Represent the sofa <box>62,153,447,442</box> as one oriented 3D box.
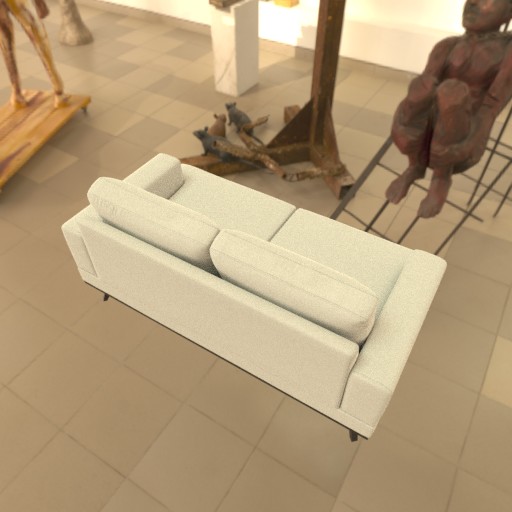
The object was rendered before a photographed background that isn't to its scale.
[{"bbox_3d":[0.000,0.000,2.198,1.650,0.810,0.920,24,51,21],"label":"sofa"}]
